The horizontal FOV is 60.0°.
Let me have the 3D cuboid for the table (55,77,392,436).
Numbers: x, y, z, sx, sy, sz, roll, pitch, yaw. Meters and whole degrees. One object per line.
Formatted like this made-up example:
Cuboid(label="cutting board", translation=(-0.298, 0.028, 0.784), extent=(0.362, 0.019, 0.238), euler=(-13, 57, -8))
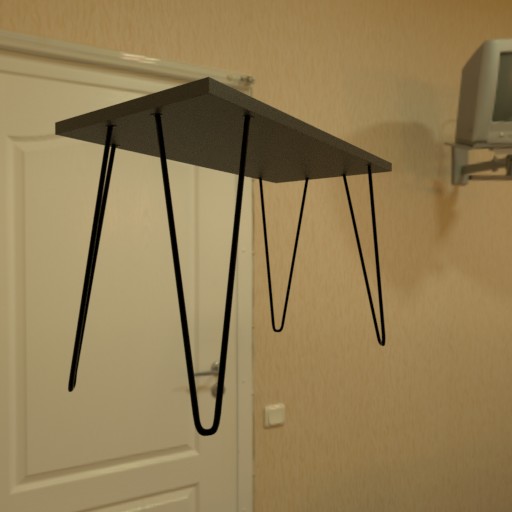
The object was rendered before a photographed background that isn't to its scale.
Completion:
Cuboid(label="table", translation=(0.000, 0.000, 1.346), extent=(0.499, 0.660, 0.991), euler=(1, 1, 35))
